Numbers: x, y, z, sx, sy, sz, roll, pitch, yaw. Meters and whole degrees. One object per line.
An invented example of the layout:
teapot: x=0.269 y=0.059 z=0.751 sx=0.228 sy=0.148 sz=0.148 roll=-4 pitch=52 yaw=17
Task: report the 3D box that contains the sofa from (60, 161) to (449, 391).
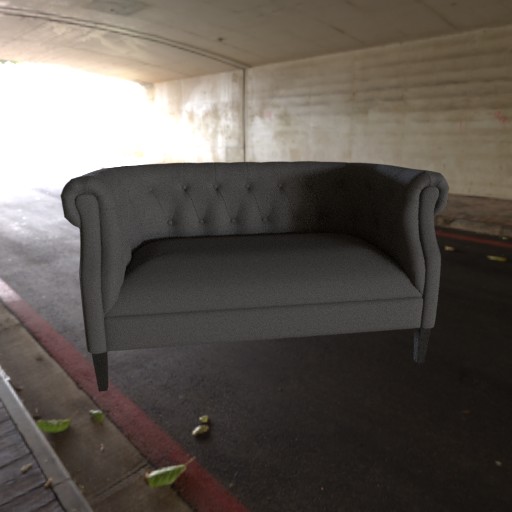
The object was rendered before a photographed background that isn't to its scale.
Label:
sofa: x=0.000 y=0.000 z=2.089 sx=1.558 sy=0.827 sz=0.835 roll=-3 pitch=16 yaw=-9
